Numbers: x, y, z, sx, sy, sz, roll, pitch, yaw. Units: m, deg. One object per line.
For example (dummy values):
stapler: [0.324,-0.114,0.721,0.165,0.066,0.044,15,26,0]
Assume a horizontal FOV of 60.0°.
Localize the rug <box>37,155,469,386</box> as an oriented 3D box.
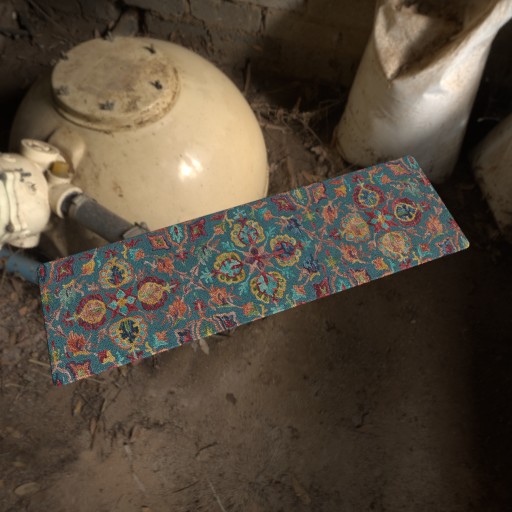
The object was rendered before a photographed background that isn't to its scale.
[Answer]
rug: [0.000,0.000,2.428,2.286,0.013,0.686,-18,64,-9]
